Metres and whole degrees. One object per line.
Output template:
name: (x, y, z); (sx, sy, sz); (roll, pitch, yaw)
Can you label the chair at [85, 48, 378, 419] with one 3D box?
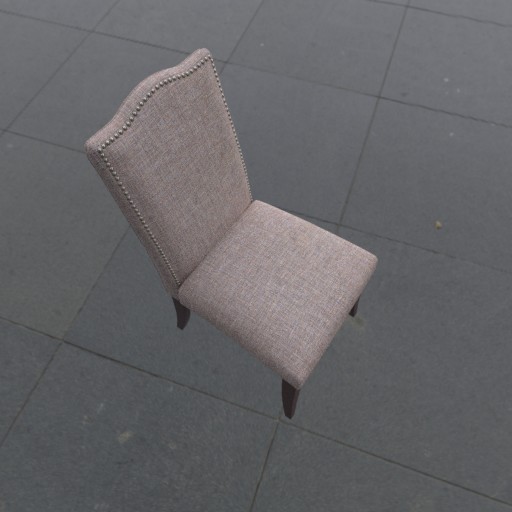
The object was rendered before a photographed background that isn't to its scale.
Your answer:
chair: (0.000, 0.000, 1.389); (0.660, 1.016, 0.513); (31, 64, 17)
